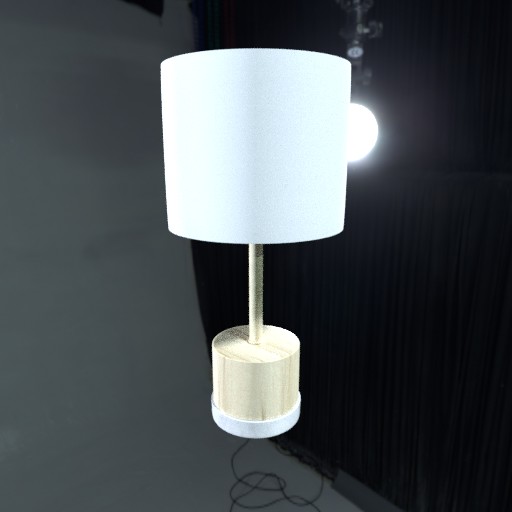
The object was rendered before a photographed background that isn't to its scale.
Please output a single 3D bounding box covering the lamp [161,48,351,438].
[{"bbox_3d":[0.000,0.000,0.595,0.229,0.470,0.229,-13,19,-43],"label":"lamp"}]
